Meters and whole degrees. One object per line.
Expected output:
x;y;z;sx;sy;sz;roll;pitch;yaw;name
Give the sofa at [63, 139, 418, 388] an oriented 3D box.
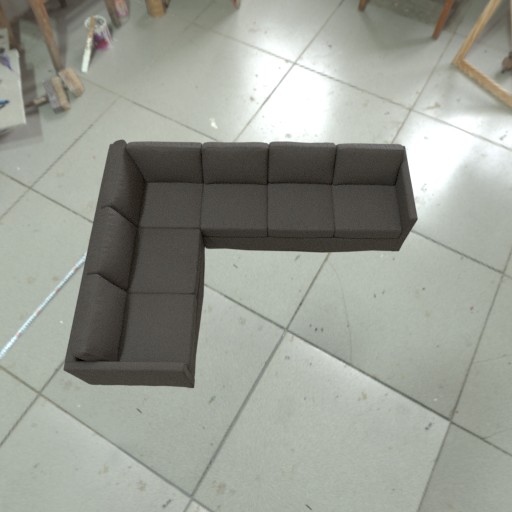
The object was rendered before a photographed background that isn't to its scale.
0.000;0.000;4.423;3.182;0.871;2.432;1;64;0;sofa
